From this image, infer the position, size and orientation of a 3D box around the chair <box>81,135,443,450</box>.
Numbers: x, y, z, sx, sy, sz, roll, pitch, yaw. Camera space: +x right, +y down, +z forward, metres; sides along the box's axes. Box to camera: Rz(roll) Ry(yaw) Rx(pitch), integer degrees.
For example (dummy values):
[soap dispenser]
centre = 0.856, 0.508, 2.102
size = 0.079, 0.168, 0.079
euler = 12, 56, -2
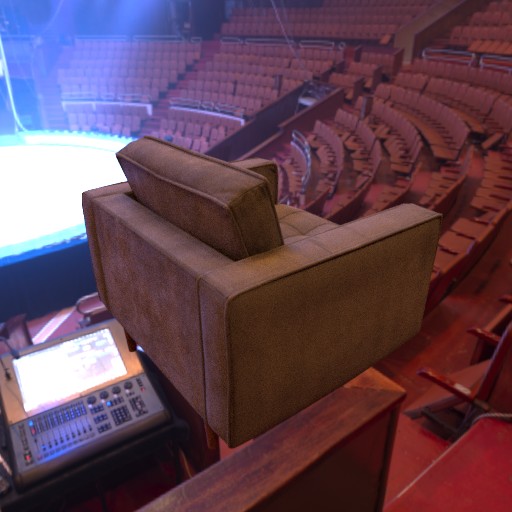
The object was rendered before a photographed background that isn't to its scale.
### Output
[chair]
centre = 0.000, 0.000, 1.501
size = 0.843, 0.773, 0.928
euler = -19, 32, -33
